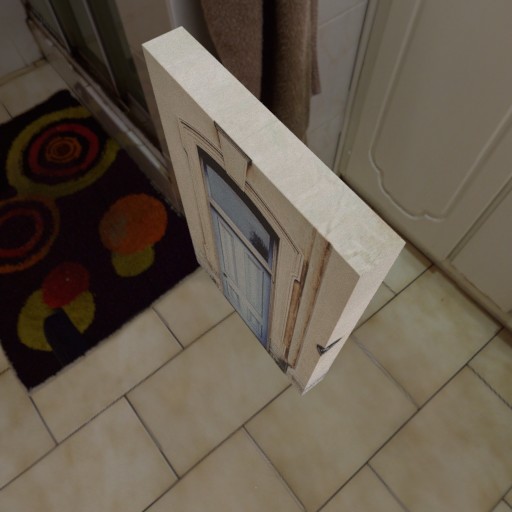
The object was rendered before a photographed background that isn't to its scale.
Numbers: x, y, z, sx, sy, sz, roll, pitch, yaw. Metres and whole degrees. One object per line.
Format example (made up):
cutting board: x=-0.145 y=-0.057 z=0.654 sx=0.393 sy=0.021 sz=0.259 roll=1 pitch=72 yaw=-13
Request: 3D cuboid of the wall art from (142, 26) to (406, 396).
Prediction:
wall art: x=0.000 y=0.000 z=0.480 sx=0.038 sy=0.381 sz=0.254 roll=-34 pitch=67 yaw=-16
